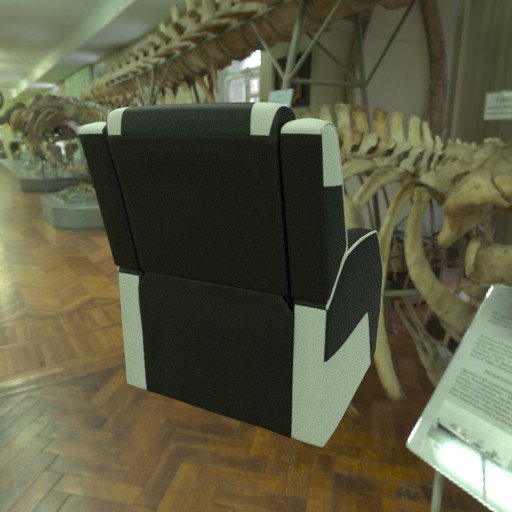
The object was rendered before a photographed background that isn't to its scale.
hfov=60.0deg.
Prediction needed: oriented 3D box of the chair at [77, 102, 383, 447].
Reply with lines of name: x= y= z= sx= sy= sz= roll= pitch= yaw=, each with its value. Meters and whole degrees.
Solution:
chair: x=0.000 y=0.000 z=1.285 sx=0.620 sy=0.805 sz=0.672 roll=8 pitch=17 yaw=26
